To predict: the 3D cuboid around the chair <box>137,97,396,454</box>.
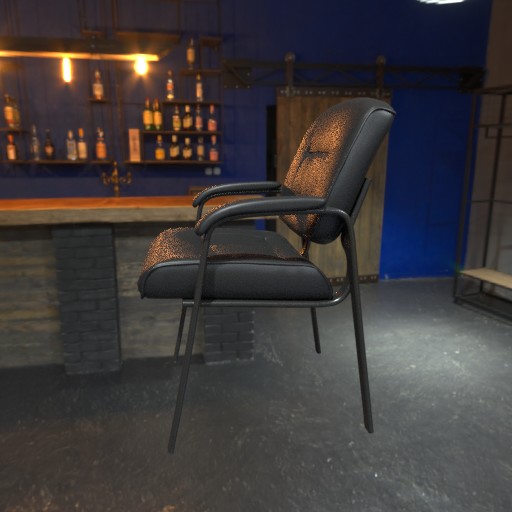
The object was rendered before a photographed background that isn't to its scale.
[{"bbox_3d":[0.000,0.000,1.346,0.668,0.910,0.591,-2,14,-8],"label":"chair"}]
